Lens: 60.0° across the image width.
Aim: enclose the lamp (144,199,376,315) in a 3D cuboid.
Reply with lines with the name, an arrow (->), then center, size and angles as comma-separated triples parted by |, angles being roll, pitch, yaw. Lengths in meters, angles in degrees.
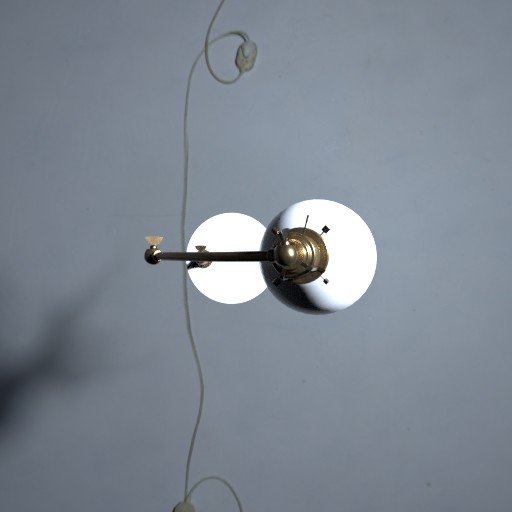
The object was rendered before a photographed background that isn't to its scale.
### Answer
lamp -> 0.000, 0.000, 0.669 | 0.317, 0.522, 0.186 | 0, 89, -1
